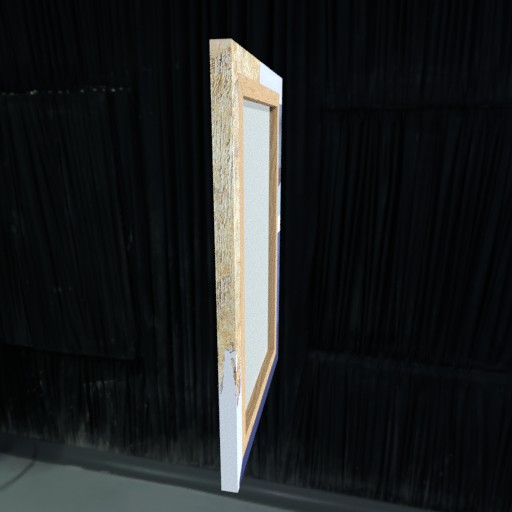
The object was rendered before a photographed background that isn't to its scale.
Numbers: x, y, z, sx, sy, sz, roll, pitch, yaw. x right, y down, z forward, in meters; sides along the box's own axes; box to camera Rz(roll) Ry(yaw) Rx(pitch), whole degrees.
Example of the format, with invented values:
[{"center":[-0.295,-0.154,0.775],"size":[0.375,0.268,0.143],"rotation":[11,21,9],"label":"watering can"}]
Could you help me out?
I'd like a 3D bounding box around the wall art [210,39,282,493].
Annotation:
[{"center":[0.000,0.000,1.140],"size":[0.039,0.911,0.607],"rotation":[3,16,10],"label":"wall art"}]
